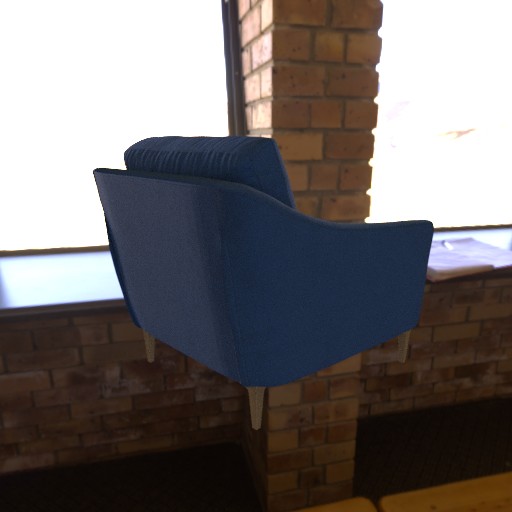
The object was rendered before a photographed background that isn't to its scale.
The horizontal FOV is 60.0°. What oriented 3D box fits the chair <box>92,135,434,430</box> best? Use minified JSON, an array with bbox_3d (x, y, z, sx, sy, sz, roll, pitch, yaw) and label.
[{"bbox_3d":[0.000,0.000,1.715,0.987,0.899,0.961,15,21,43],"label":"chair"}]
